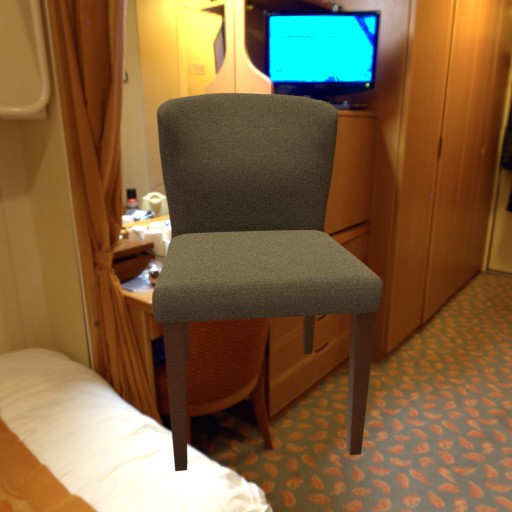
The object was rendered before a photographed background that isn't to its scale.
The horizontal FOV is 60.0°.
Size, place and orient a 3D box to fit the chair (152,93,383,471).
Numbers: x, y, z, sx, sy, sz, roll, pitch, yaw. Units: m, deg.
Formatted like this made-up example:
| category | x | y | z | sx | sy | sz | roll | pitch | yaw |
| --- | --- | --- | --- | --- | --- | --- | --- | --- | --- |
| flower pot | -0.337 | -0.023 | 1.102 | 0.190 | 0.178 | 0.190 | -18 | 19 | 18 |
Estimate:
| category | x | y | z | sx | sy | sz | roll | pitch | yaw |
| --- | --- | --- | --- | --- | --- | --- | --- | --- | --- |
| chair | 0.000 | 0.000 | 1.158 | 0.491 | 0.839 | 0.589 | -2 | 16 | -7 |
